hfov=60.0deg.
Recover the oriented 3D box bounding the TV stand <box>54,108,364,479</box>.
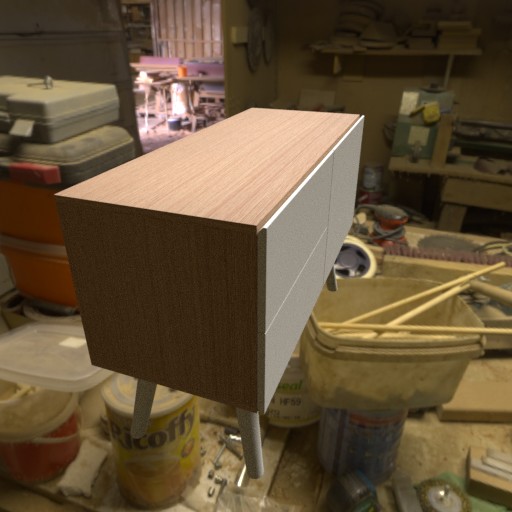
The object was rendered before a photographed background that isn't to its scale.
[{"bbox_3d":[0.000,0.000,1.297,0.407,0.660,0.991,10,29,18],"label":"TV stand"}]
